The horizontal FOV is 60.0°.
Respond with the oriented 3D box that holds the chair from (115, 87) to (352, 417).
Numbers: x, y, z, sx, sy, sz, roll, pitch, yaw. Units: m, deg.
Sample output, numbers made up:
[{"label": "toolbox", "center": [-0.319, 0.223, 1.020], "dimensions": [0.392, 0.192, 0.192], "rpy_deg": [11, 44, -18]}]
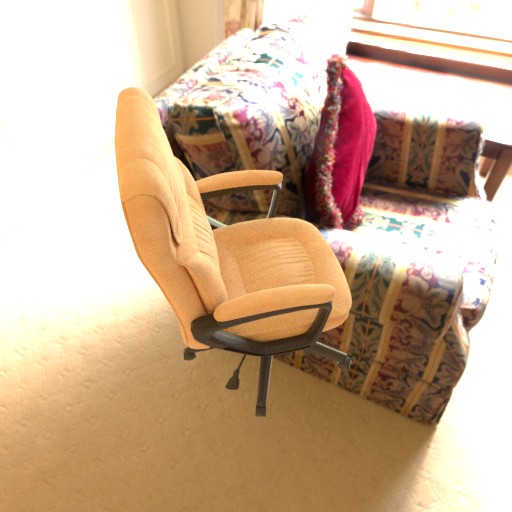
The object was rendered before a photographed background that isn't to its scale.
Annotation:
[{"label": "chair", "center": [0.000, 0.000, 1.524], "dimensions": [0.724, 1.105, 0.667], "rpy_deg": [-10, 47, -9]}]
